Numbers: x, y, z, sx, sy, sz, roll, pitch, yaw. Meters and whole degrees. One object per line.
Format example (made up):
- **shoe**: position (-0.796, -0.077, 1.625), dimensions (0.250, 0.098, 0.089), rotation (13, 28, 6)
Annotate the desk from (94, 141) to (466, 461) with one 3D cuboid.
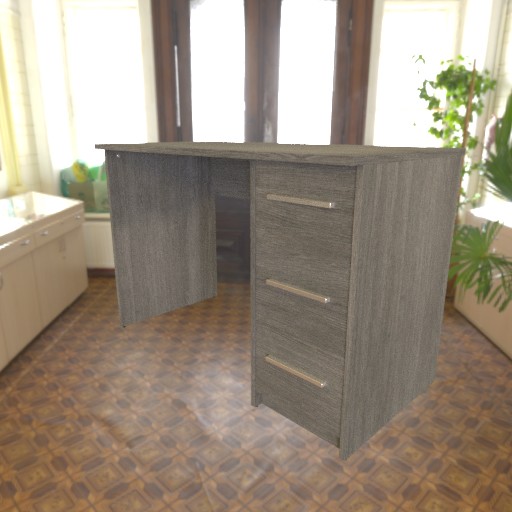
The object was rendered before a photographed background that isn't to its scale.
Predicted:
- **desk**: position (0.000, 0.000, 1.520), dimensions (1.097, 0.735, 0.560), rotation (15, 22, 43)
